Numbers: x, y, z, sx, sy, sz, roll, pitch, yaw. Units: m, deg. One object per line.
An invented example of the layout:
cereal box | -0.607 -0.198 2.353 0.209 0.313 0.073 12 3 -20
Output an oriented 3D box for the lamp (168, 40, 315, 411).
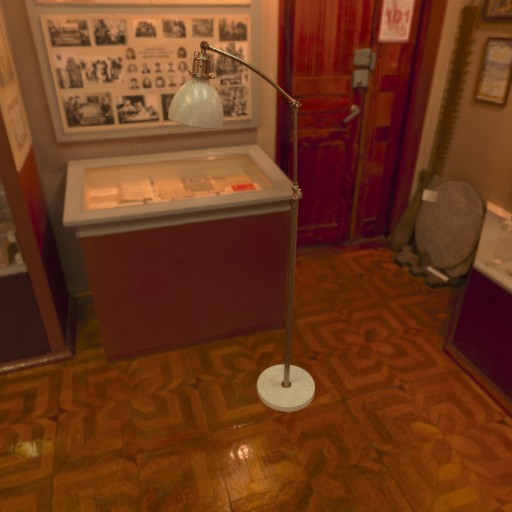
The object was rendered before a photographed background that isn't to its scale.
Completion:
lamp | 0.000 0.000 1.805 0.599 1.586 0.288 -8 30 -14
